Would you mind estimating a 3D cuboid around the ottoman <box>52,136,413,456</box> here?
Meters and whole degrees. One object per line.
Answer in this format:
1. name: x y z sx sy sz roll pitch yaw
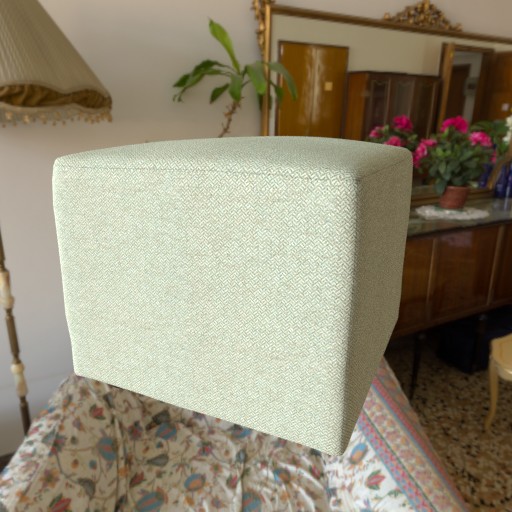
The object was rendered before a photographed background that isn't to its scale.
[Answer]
1. ottoman: 0.000 0.000 0.876 0.512 0.453 0.521 8 18 24
